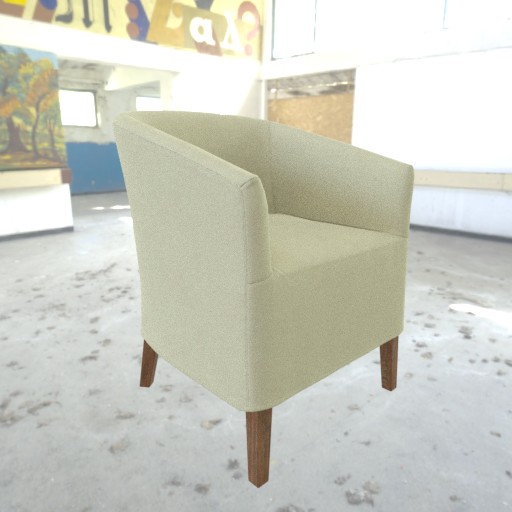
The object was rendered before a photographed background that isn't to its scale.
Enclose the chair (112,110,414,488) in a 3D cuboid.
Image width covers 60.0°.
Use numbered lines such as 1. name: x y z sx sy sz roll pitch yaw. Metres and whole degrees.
1. chair: 0.000 0.000 1.278 0.643 0.822 0.657 -13 20 -42
